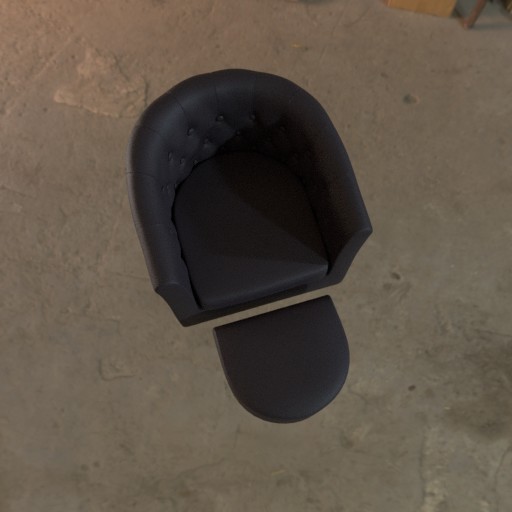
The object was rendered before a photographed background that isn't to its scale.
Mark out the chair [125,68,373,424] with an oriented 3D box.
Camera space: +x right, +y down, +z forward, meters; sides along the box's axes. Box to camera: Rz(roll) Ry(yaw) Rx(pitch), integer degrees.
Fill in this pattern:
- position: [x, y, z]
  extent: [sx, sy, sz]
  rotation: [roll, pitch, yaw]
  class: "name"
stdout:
- position: [0.000, 0.000, 1.675]
  extent: [0.763, 0.760, 1.191]
  rotation: [-15, 67, -7]
  class: "chair"
